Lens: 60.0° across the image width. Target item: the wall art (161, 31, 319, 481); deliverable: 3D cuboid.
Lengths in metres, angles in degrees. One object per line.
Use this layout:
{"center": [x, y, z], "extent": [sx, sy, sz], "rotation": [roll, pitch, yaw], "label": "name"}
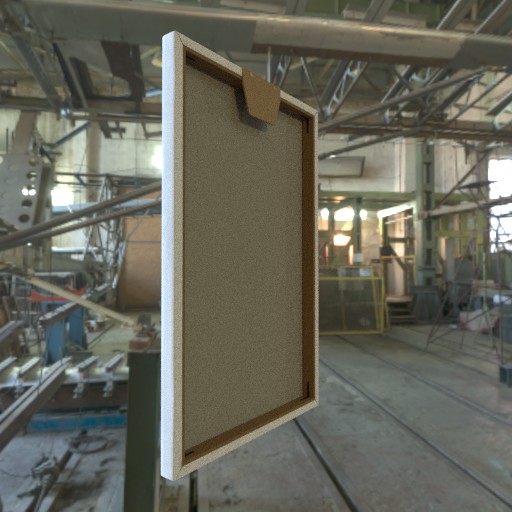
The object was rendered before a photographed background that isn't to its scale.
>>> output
{"center": [0.000, 0.000, 1.149], "extent": [0.048, 0.916, 0.602], "rotation": [-1, -1, 37], "label": "wall art"}
